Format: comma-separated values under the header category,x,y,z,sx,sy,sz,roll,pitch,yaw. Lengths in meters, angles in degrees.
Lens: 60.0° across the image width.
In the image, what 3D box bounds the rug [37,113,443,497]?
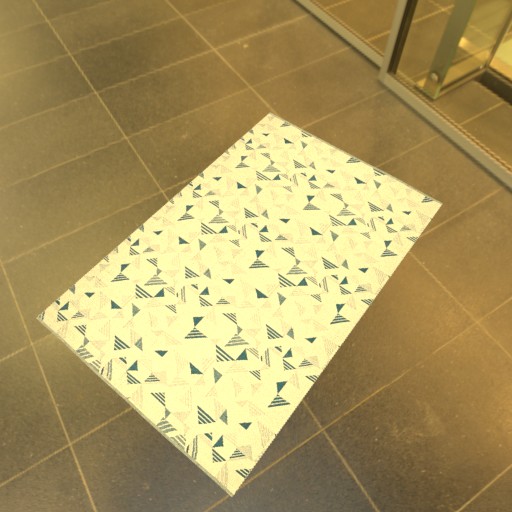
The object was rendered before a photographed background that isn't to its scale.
category,x,y,z,sx,sy,sz,roll,pitch,yaw
rug,0.000,0.000,2.277,1.206,0.003,1.835,34,64,19
